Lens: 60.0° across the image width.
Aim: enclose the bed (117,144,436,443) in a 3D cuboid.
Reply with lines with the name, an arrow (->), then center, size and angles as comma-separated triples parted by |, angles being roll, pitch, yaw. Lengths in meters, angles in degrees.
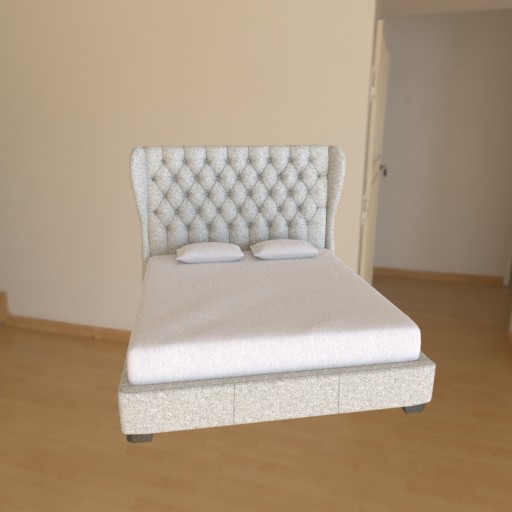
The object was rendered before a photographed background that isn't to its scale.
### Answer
bed -> 0.000, 0.000, 3.837 | 2.219, 1.771, 2.347 | -3, 17, -9
